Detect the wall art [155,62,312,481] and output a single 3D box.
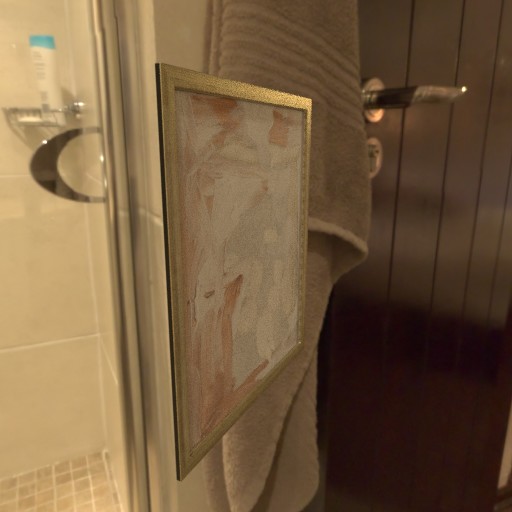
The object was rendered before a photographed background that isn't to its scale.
[{"bbox_3d":[0.000,0.000,0.775,0.009,0.559,0.483,7,16,26],"label":"wall art"}]
